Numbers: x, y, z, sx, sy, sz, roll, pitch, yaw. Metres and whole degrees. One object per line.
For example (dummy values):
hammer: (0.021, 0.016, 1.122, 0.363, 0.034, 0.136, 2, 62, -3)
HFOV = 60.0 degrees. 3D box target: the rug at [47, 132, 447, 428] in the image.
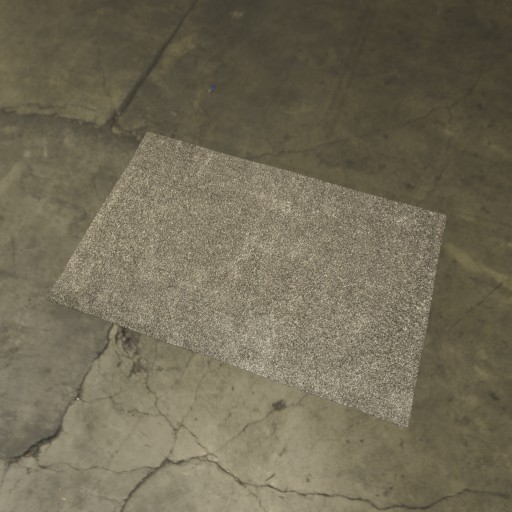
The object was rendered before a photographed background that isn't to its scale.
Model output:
rug: (0.000, 0.000, 3.005, 2.350, 0.025, 1.502, 17, 64, 9)
